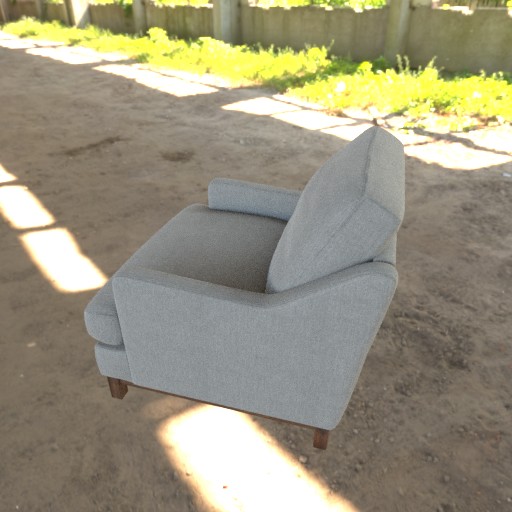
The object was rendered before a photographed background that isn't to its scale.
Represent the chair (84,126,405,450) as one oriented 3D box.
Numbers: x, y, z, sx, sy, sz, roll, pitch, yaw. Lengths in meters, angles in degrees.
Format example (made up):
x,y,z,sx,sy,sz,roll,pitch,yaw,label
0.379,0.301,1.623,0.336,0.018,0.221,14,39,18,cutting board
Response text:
x,y,z,sx,sy,sz,roll,pitch,yaw,label
0.000,0.000,1.537,0.892,0.821,0.826,8,32,14,chair
